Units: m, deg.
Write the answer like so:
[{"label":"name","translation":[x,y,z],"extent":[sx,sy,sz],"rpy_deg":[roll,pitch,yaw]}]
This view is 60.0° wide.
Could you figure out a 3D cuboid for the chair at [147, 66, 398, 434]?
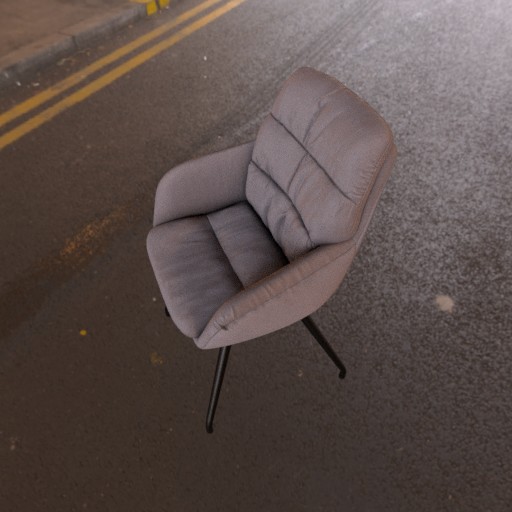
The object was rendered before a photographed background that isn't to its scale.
[{"label":"chair","translation":[0.000,0.000,1.270],"extent":[0.569,0.888,0.579],"rpy_deg":[-17,48,-16]}]
